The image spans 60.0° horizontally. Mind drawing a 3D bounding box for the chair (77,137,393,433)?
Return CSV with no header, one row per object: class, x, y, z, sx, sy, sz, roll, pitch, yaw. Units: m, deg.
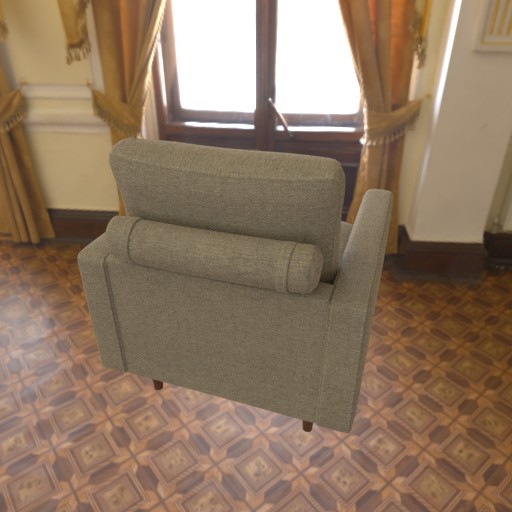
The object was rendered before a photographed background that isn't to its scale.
chair,0.000,0.000,1.502,0.821,0.880,0.843,10,31,16
